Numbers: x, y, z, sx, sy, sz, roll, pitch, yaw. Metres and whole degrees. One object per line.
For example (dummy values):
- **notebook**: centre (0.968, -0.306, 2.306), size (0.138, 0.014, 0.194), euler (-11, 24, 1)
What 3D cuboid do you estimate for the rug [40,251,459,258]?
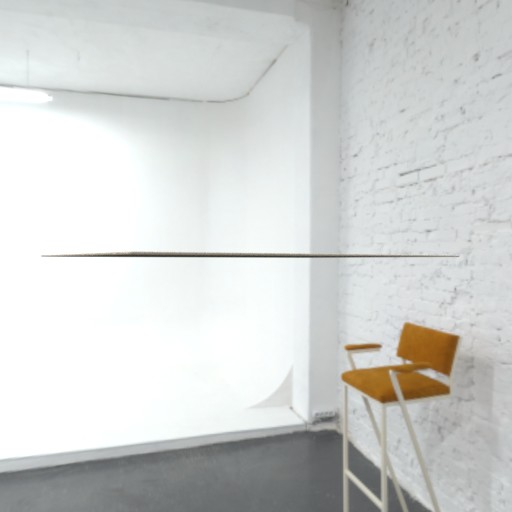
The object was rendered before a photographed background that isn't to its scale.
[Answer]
- **rug**: centre (0.000, 0.000, 2.892), size (2.286, 0.011, 1.524), euler (0, -1, -37)
